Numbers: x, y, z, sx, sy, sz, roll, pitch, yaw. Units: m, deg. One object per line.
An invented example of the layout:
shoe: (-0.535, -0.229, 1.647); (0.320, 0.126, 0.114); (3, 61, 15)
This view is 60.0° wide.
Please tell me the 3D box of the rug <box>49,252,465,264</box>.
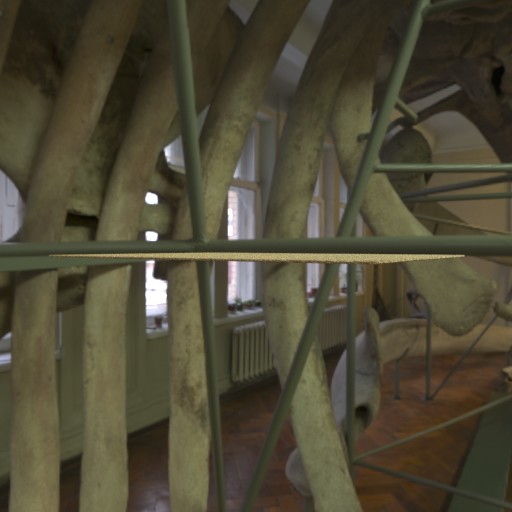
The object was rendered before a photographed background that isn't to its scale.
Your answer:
rug: (0.000, 0.000, 2.760); (2.141, 0.013, 1.566); (1, 1, 35)
